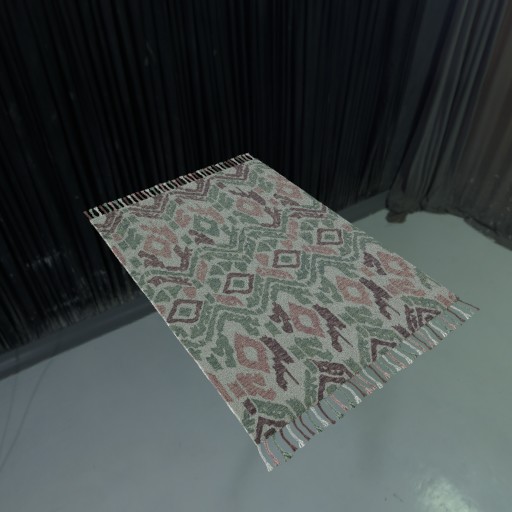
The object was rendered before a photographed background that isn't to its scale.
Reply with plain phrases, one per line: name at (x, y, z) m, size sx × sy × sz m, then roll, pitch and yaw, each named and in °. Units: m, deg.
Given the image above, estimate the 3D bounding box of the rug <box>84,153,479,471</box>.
rug at (0.000, 0.000, 2.306) m, size 1.219 × 0.010 × 1.829 m, roll -26°, pitch 48°, yaw -26°
